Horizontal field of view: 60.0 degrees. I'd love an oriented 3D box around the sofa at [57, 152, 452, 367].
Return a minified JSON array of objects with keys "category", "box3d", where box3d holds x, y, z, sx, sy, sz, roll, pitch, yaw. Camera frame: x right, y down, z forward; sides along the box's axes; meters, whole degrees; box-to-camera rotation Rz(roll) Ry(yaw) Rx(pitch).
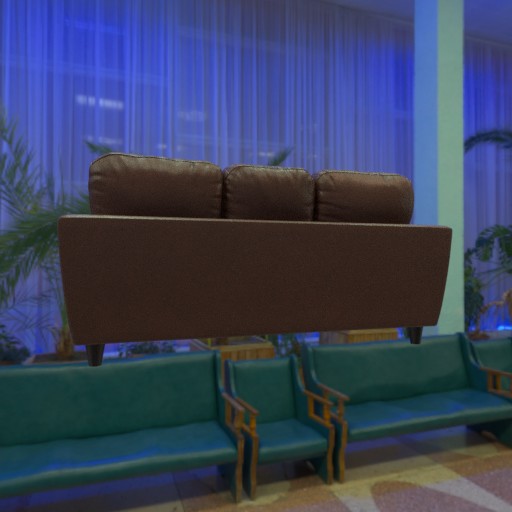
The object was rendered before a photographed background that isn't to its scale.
[{"category":"sofa","box3d":[0.000,0.000,2.337,1.862,0.915,0.802,0,-1,-18]}]
